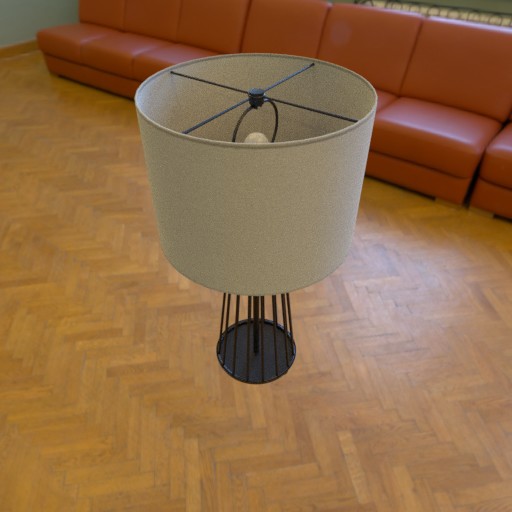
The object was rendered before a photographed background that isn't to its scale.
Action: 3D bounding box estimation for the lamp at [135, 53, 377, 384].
[{"bbox_3d":[0.000,0.000,0.792,0.322,0.593,0.322,25,46,26],"label":"lamp"}]
